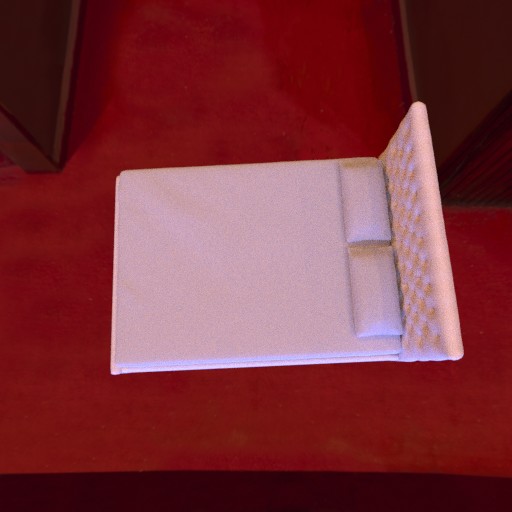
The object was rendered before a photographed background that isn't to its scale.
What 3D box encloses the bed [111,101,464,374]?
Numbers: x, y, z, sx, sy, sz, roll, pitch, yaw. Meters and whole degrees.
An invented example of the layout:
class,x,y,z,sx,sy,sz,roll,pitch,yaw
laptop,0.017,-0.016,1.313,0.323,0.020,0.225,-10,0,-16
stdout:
class,x,y,z,sx,sy,sz,roll,pitch,yaw
bed,0.000,0.000,3.432,2.387,1.427,1.698,-3,76,-1
